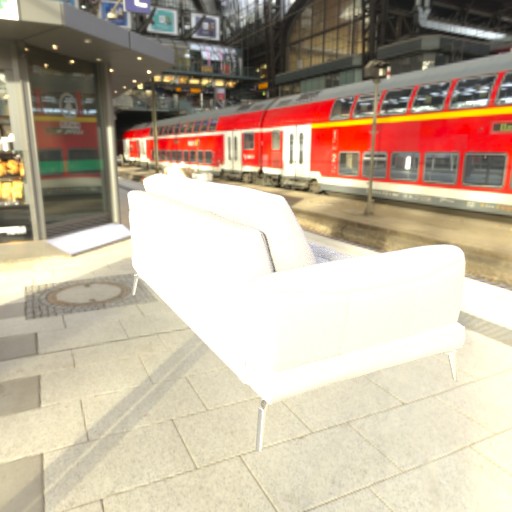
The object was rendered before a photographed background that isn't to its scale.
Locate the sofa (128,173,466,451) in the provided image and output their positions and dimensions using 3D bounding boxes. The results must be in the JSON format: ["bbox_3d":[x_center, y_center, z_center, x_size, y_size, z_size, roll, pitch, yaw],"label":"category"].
[{"bbox_3d":[0.000,0.000,2.685,1.121,0.930,2.177,-7,16,-27],"label":"sofa"}]
